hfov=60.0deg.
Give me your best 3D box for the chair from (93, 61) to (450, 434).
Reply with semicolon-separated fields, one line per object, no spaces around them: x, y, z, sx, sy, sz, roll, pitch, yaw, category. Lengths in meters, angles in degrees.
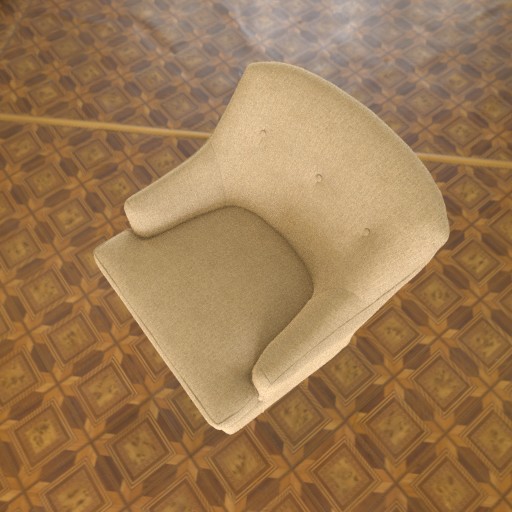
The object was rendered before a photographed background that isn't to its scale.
0.000;0.000;1.575;0.923;0.856;0.864;-35;68;-16;chair
